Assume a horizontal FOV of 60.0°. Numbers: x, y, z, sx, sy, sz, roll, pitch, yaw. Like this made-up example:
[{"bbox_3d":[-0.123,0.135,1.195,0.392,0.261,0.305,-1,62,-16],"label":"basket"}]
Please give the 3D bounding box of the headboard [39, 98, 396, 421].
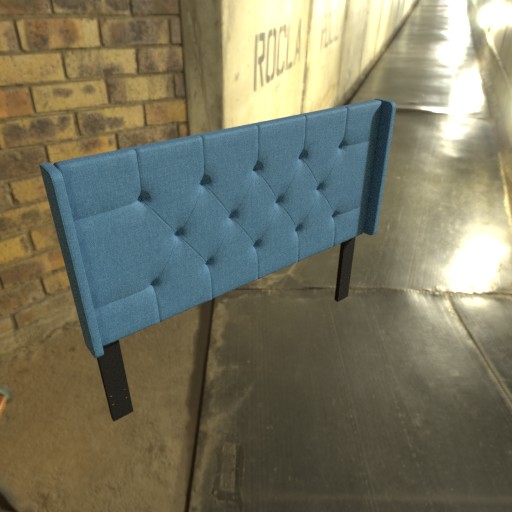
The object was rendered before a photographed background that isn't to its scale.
[{"bbox_3d":[0.000,0.000,2.608,2.051,1.524,0.184,-22,37,-32],"label":"headboard"}]
